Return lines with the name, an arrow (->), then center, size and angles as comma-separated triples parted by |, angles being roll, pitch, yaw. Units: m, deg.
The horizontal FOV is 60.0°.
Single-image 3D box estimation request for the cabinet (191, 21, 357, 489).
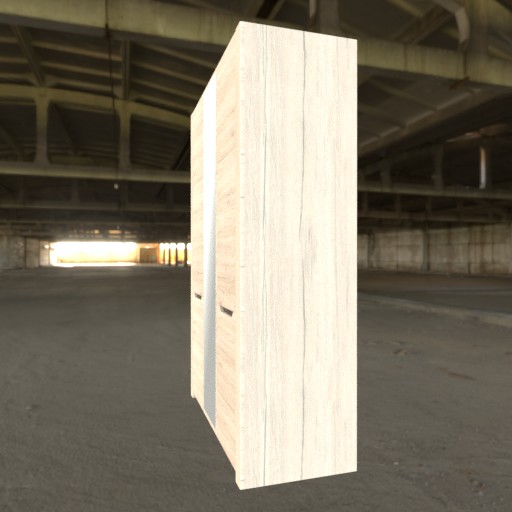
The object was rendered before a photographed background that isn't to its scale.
cabinet -> 0.000, 0.000, 2.703 | 0.580, 2.070, 1.400 | 0, 0, -17
